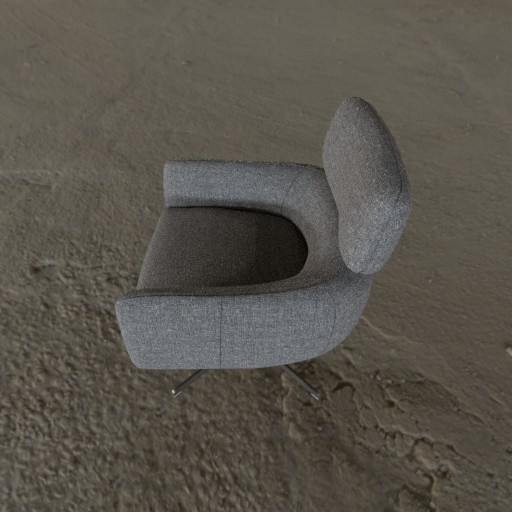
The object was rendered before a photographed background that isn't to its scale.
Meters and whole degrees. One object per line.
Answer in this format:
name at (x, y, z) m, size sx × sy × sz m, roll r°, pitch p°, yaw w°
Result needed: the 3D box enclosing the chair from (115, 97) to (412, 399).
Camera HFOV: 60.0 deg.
chair at (0.000, 0.000, 1.357) m, size 0.715 × 0.812 × 0.706 m, roll 1°, pitch 41°, yaw 1°
